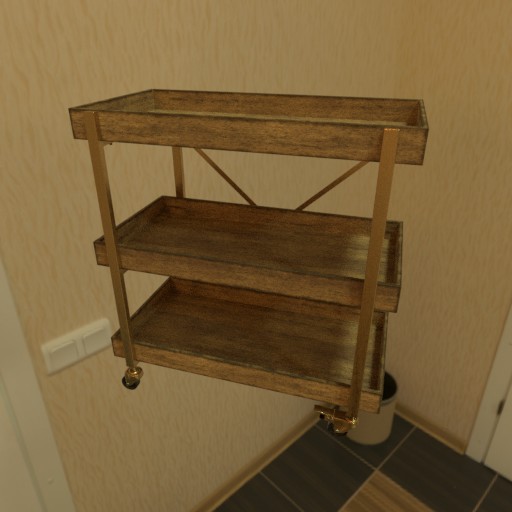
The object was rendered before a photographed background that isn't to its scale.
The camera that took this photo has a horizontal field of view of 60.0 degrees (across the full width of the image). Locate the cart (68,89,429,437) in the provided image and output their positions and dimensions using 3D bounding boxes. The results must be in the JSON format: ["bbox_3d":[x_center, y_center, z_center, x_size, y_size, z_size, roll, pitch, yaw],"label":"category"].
[{"bbox_3d":[0.000,0.000,1.215,0.750,0.799,0.416,8,28,15],"label":"cart"}]
